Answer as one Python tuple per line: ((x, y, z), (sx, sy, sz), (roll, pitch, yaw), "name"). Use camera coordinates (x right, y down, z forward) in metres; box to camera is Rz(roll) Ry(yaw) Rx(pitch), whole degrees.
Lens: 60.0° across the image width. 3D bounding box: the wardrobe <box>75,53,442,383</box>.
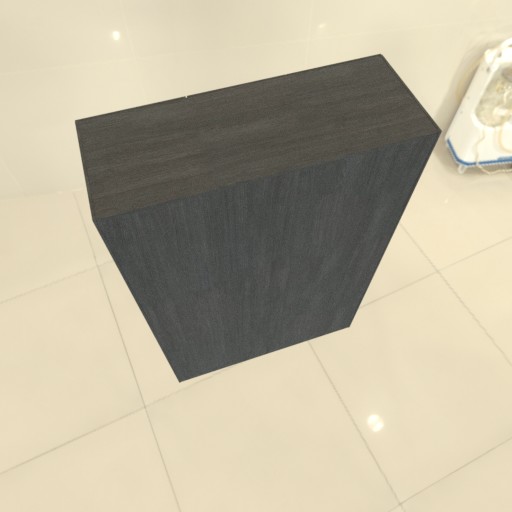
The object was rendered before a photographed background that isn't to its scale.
((0.000, 0.000, 2.484), (1.290, 1.910, 0.510), (-16, 60, -10), "wardrobe")
